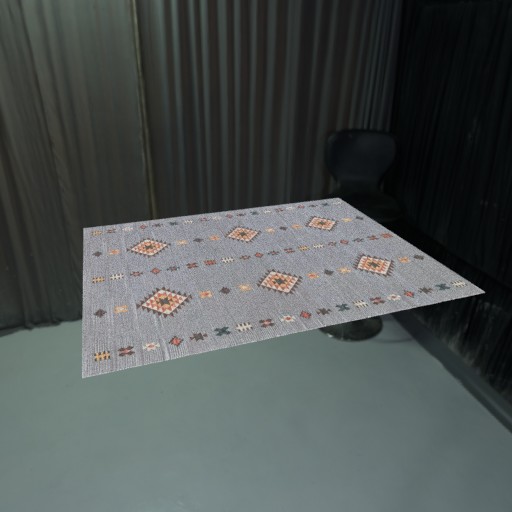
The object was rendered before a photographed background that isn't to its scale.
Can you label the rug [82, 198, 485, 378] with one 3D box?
[{"bbox_3d":[0.000,0.000,4.120,3.035,0.008,2.425,-9,28,-17],"label":"rug"}]
